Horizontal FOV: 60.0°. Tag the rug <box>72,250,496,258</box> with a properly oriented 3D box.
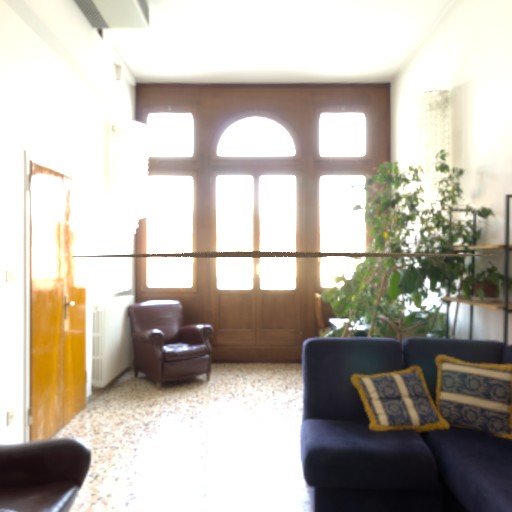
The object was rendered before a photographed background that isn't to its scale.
[{"bbox_3d":[0.000,0.000,3.962,2.406,0.012,3.034,0,-1,-36],"label":"rug"}]
